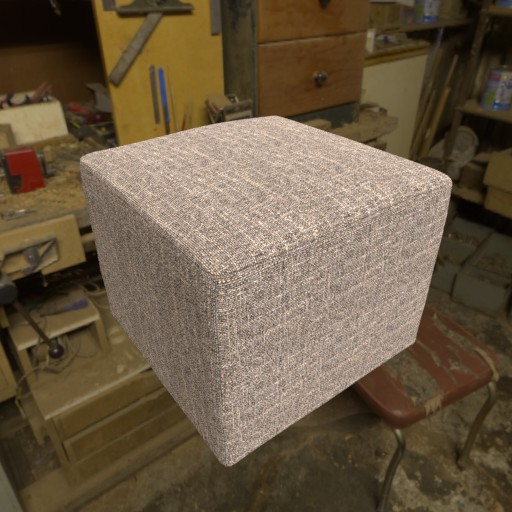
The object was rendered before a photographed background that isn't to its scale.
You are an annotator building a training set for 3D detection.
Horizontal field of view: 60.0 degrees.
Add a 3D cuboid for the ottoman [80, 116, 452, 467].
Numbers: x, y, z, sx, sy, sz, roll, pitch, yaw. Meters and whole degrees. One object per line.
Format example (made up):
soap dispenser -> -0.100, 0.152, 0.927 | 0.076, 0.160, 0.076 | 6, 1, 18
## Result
ottoman -> 0.000, 0.000, 0.923 | 0.512, 0.453, 0.521 | -22, 38, -30
